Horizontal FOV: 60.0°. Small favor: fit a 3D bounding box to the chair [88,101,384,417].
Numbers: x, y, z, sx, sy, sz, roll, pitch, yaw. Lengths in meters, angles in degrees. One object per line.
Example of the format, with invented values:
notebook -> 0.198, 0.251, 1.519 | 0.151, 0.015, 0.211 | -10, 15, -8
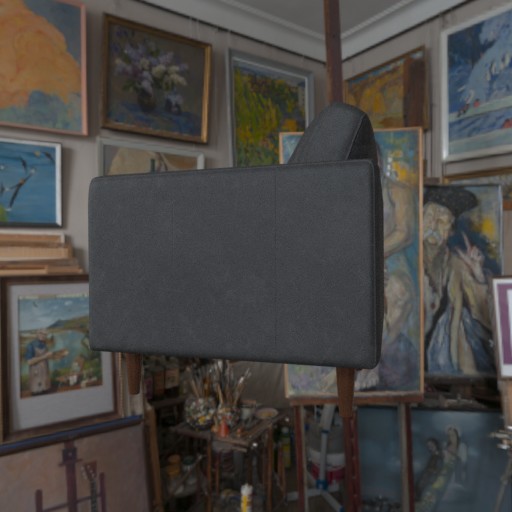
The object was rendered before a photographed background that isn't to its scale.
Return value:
chair -> 0.000, 0.000, 1.593 | 0.879, 0.898, 0.831 | 0, 1, 17
